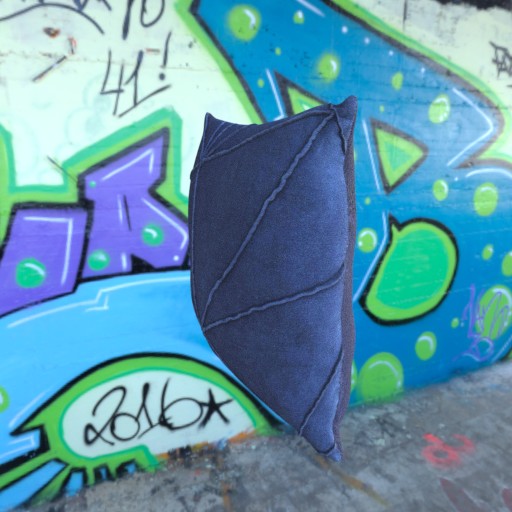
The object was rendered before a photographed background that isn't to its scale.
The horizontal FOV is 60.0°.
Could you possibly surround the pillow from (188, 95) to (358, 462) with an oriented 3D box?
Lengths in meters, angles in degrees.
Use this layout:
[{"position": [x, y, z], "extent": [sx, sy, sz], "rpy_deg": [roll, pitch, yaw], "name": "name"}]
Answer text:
[{"position": [0.000, 0.000, 0.676], "extent": [0.183, 0.440, 0.439], "rpy_deg": [-7, 16, -25], "name": "pillow"}]
